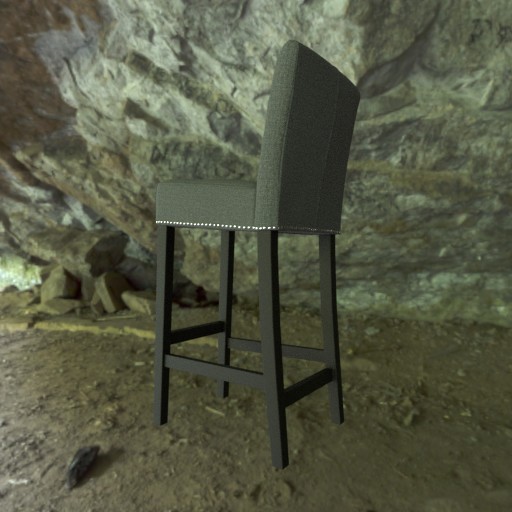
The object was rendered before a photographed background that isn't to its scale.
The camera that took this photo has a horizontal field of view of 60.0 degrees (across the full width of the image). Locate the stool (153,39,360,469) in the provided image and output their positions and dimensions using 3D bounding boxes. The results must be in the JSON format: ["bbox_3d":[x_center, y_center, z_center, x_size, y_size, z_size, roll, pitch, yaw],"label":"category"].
[{"bbox_3d":[0.000,0.000,1.355,0.548,1.047,0.411,0,1,34],"label":"stool"}]
